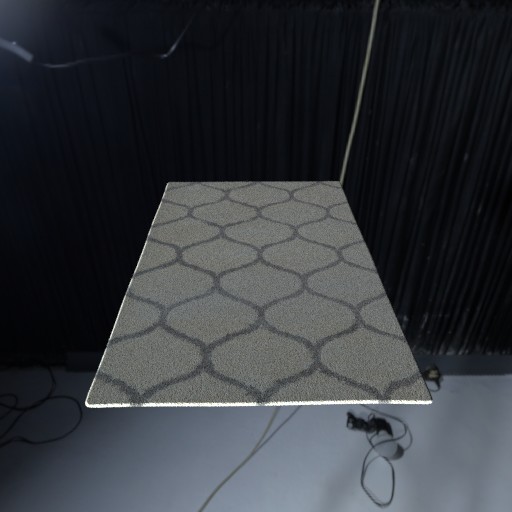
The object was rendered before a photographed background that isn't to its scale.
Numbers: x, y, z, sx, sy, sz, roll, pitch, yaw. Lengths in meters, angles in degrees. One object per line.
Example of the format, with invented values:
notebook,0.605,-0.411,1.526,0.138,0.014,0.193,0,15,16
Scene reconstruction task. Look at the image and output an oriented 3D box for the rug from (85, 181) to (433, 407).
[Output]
rug,0.000,0.000,2.882,1.501,0.024,2.348,0,33,-1
